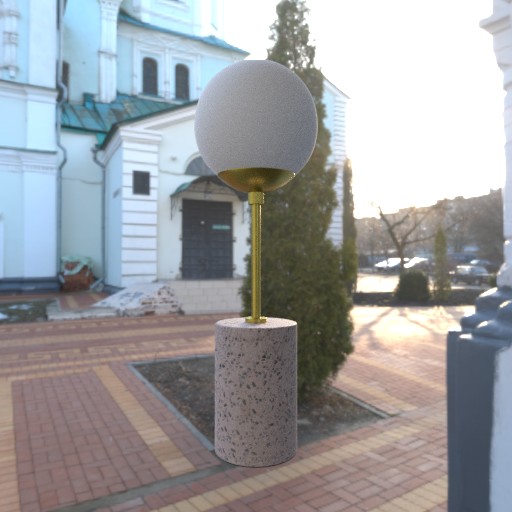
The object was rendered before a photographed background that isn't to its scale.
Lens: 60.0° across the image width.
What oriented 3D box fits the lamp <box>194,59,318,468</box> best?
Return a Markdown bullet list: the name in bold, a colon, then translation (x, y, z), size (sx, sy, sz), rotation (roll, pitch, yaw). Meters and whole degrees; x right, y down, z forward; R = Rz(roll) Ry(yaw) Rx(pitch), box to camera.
- **lamp**: translation (0.000, 0.000, 0.554), size (0.153, 0.480, 0.153), rotation (0, -1, 0)
